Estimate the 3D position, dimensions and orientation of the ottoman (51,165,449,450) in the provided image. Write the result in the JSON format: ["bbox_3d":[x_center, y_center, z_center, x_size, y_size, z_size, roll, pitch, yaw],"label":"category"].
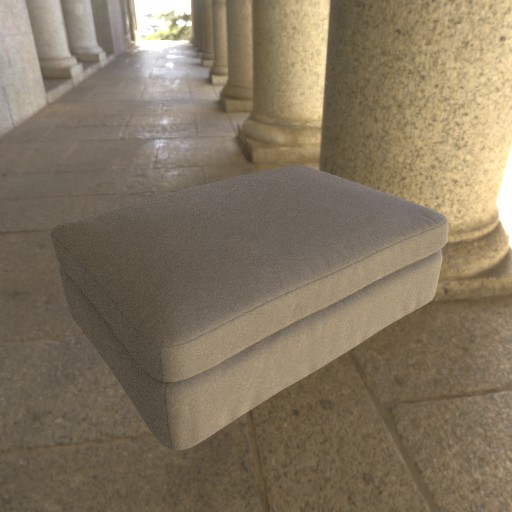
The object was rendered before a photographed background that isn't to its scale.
[{"bbox_3d":[0.000,0.000,1.615,1.199,0.429,0.840,-21,35,-33],"label":"ottoman"}]
